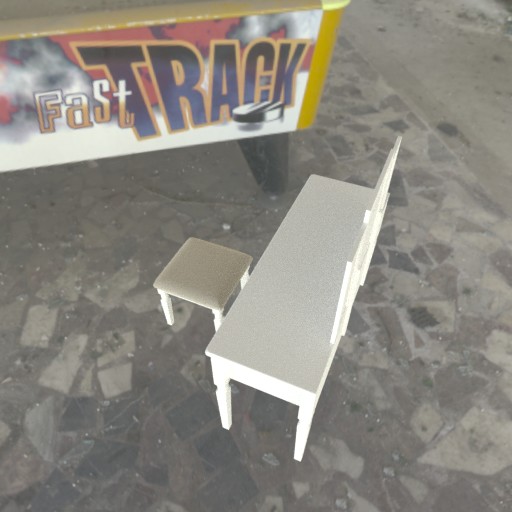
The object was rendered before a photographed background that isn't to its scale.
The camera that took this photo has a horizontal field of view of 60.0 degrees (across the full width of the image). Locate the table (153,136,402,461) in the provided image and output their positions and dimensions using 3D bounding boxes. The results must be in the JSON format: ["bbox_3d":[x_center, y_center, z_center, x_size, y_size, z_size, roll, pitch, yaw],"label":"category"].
[{"bbox_3d":[0.000,0.000,2.342,1.115,1.310,1.369,17,48,16],"label":"table"}]
